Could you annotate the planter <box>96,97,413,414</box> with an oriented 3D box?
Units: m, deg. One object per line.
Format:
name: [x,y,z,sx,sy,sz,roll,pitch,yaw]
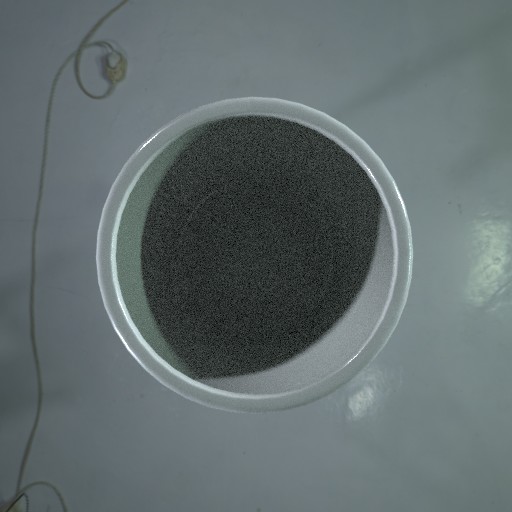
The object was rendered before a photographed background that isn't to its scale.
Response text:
planter: [0.000,0.000,0.567,0.265,0.404,0.265,0,90,0]
